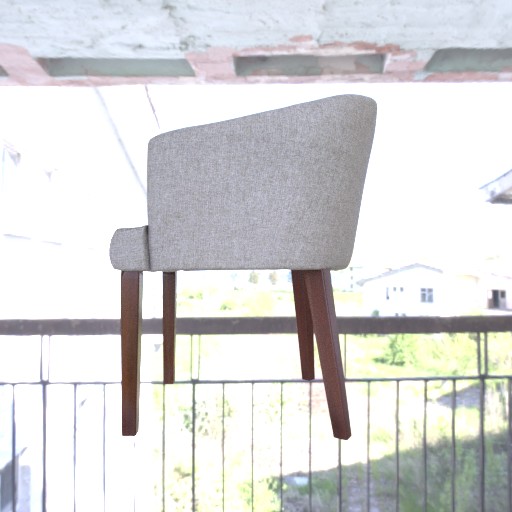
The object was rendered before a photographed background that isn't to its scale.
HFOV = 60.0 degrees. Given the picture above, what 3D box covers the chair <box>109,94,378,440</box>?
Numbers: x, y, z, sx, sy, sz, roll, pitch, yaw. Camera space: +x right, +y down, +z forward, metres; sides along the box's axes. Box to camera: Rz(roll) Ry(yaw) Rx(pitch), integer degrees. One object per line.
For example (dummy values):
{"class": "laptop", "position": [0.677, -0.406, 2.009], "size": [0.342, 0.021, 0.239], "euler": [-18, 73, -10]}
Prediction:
{"class": "chair", "position": [0.000, 0.000, 1.231], "size": [0.655, 0.811, 0.583], "euler": [0, -2, -1]}
